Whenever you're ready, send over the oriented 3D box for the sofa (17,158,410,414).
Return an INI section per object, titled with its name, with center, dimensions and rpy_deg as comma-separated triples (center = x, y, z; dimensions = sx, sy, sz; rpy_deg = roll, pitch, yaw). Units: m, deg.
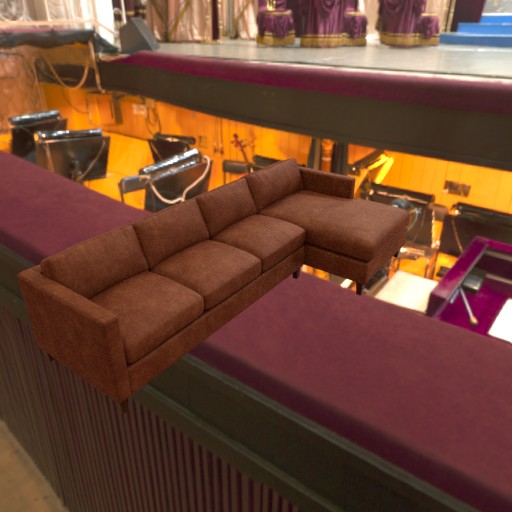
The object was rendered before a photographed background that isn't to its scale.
[sofa]
center = 0.000, 0.000, 3.783
dimensions = 1.581, 0.883, 3.203
rpy_deg = 19, 34, 32
